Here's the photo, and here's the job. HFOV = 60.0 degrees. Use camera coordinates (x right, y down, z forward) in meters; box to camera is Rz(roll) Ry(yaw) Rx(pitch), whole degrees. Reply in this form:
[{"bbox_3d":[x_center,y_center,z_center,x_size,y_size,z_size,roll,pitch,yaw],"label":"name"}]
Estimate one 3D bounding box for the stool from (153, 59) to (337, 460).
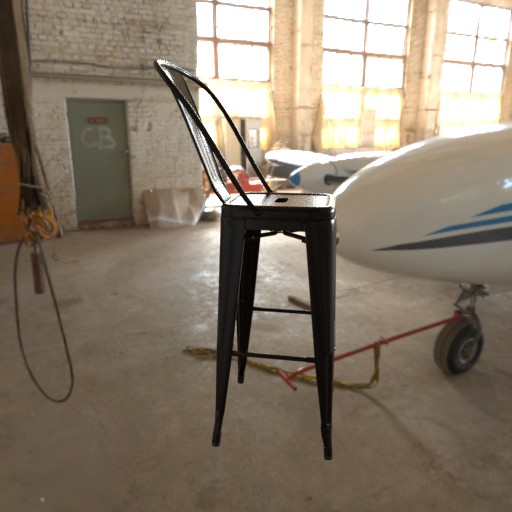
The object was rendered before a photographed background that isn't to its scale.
[{"bbox_3d":[0.000,0.000,1.342,0.513,1.096,0.399,3,16,10],"label":"stool"}]
